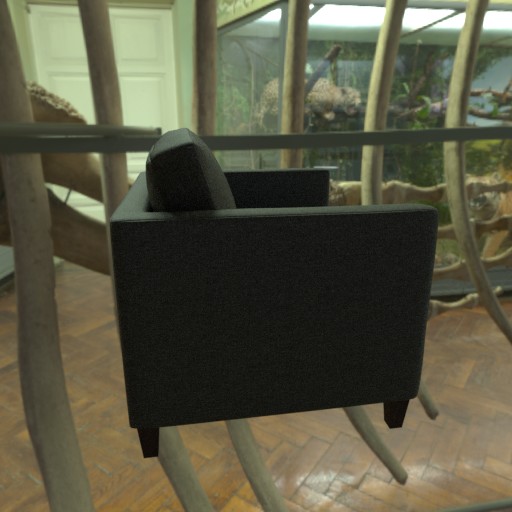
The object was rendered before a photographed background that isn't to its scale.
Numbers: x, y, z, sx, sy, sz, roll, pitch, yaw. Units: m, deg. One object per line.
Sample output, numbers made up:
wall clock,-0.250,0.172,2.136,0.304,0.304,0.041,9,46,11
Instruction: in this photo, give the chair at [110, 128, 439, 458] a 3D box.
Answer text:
chair,0.000,0.000,1.764,0.959,0.963,1.107,-3,18,-9
